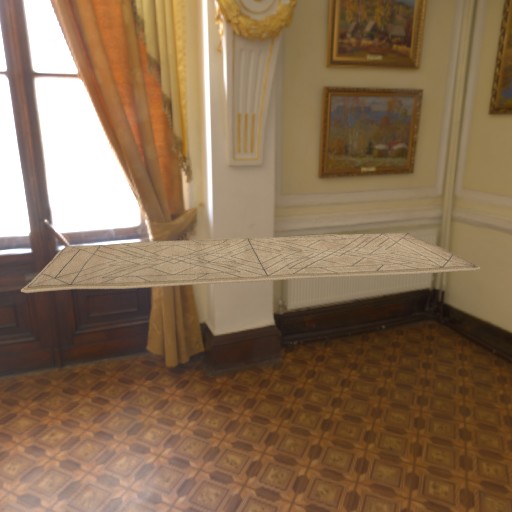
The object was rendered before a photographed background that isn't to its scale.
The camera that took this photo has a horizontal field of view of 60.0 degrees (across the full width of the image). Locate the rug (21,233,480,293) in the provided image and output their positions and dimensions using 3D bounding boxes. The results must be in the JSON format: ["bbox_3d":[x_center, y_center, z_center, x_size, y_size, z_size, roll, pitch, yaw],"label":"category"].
[{"bbox_3d":[0.000,0.000,2.658,2.381,0.036,0.831,-2,16,-8],"label":"rug"}]
